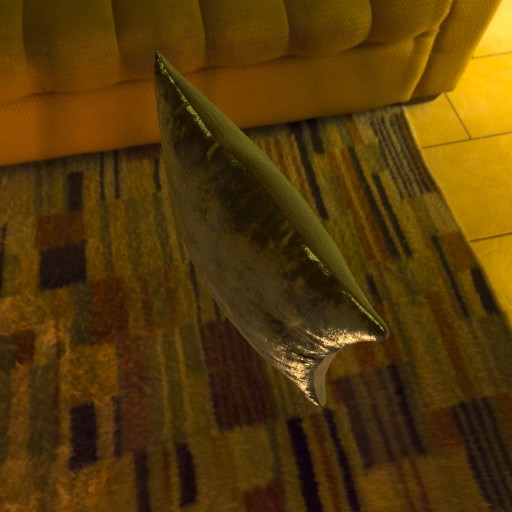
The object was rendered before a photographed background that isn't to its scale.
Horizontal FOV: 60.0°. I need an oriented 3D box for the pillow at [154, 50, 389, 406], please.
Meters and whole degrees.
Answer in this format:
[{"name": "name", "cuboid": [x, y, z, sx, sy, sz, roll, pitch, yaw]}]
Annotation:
[{"name": "pillow", "cuboid": [0.000, 0.000, 0.710, 0.175, 0.464, 0.470, -30, 67, -14]}]
